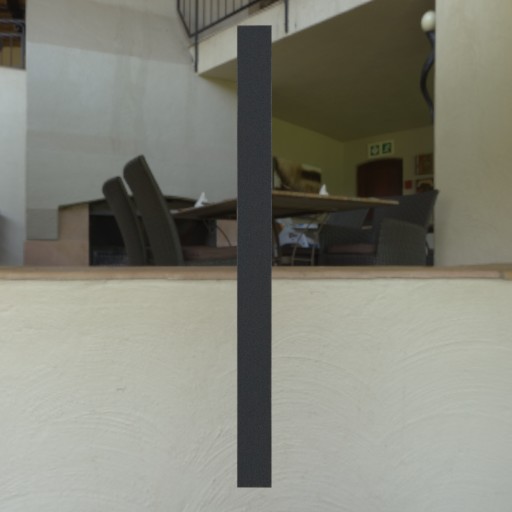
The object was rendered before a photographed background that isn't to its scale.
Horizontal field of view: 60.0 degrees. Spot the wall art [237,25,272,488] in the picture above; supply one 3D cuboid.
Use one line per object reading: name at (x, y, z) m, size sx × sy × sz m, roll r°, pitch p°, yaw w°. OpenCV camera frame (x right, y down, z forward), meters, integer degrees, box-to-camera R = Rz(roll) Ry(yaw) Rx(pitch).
wall art at (0.000, 0.000, 0.741) m, size 0.038 × 0.508 × 0.508 m, roll 0°, pitch 0°, yaw 0°
